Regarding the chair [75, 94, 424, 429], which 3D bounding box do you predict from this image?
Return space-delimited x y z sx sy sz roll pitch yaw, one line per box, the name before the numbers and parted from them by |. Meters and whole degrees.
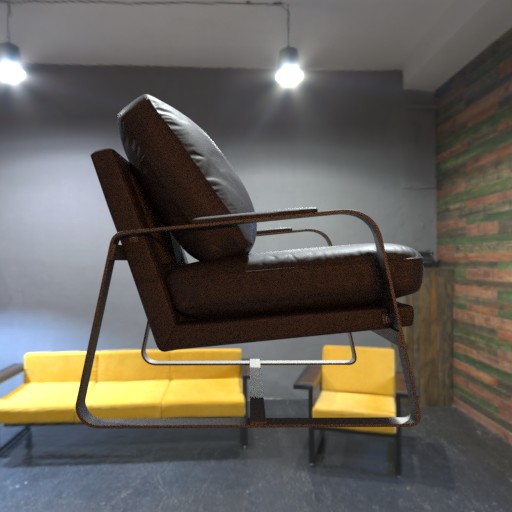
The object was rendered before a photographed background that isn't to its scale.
chair | 0.000 0.000 1.420 0.878 0.839 0.692 0 -1 -1
